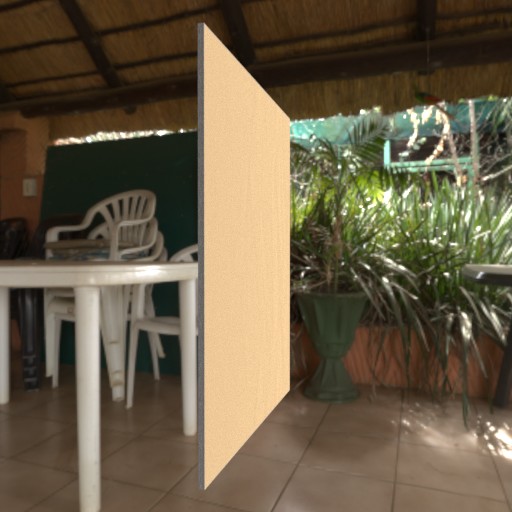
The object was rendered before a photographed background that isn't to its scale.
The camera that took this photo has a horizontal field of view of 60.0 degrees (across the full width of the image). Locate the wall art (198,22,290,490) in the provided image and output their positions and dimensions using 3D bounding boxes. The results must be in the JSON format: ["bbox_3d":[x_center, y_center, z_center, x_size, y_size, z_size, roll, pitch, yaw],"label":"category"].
[{"bbox_3d":[0.000,0.000,1.443,0.016,1.116,0.810,0,1,19],"label":"wall art"}]
